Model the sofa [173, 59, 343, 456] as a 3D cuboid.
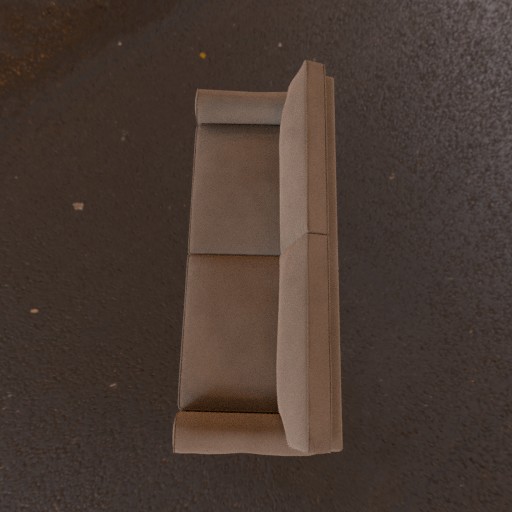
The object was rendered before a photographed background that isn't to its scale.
[{"bbox_3d":[0.000,0.000,2.715,0.900,1.014,2.246,1,75,0],"label":"sofa"}]
